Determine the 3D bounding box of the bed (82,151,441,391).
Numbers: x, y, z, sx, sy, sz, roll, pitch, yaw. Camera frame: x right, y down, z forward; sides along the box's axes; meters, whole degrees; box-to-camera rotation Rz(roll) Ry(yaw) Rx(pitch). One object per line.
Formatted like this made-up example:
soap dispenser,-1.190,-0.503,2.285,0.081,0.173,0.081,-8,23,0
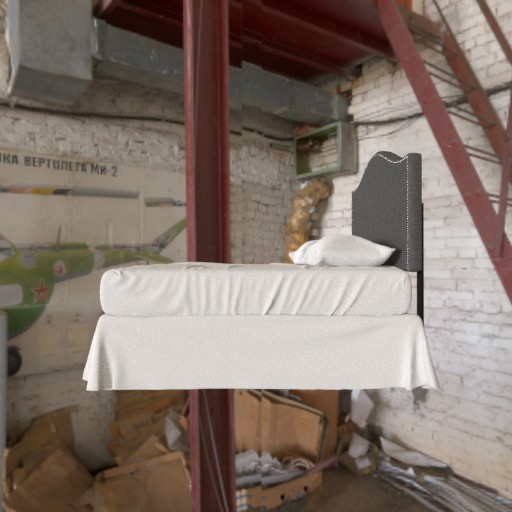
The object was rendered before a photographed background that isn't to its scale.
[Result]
bed,0.000,0.000,3.532,2.221,1.645,1.876,0,0,-1
